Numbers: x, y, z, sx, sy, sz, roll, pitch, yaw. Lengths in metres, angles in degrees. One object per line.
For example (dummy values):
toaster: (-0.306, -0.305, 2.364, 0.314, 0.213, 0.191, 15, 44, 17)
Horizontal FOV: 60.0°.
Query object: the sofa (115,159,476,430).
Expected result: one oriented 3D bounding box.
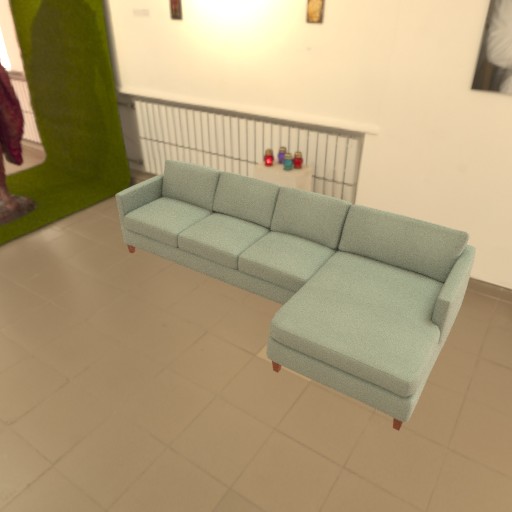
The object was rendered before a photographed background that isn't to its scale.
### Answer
sofa: (0.000, 0.000, 4.112, 3.471, 0.950, 1.604, 19, 36, 28)
